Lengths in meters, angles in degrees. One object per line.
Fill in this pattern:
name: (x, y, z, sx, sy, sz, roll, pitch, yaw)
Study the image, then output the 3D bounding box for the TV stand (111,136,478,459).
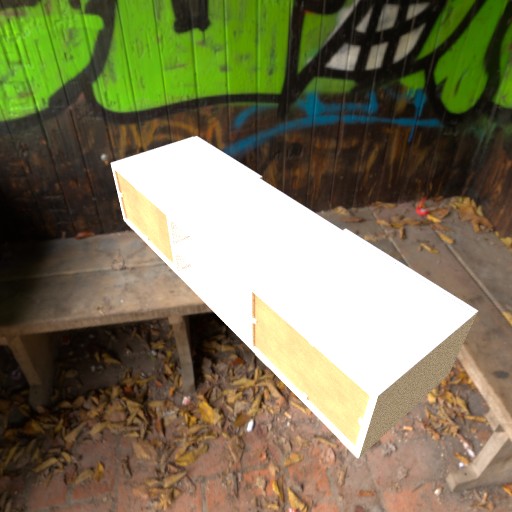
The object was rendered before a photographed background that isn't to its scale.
TV stand: (0.000, 0.000, 1.612, 0.420, 0.310, 1.400, -27, 47, -29)
